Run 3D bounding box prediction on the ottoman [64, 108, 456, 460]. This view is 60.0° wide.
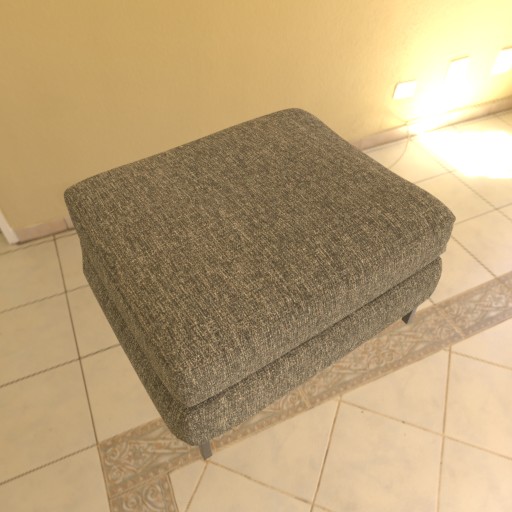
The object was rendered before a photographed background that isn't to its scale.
[{"bbox_3d":[0.000,0.000,1.218,0.828,0.480,0.683,-26,52,-23],"label":"ottoman"}]
